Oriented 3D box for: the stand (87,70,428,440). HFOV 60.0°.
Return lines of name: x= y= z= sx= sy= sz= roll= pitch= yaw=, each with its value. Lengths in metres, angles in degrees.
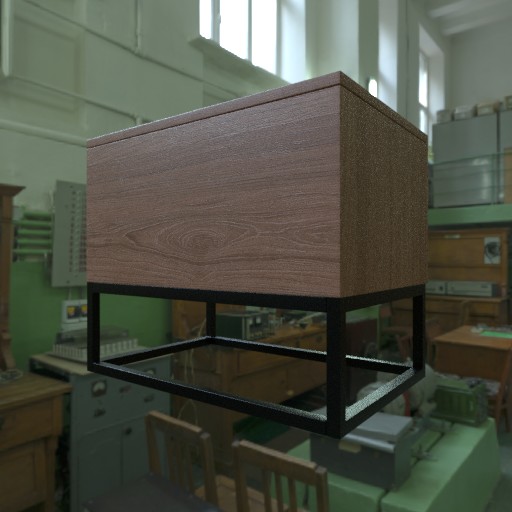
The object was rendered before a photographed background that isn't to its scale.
stand: x=0.000 y=0.000 z=0.944 sx=0.600 sy=0.500 sz=0.420 roll=0 pitch=0 yaw=37
